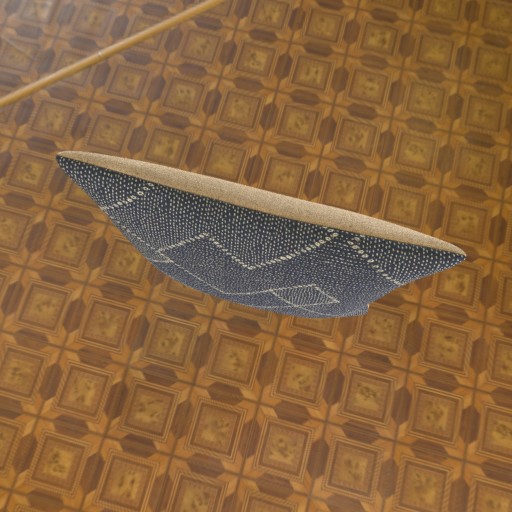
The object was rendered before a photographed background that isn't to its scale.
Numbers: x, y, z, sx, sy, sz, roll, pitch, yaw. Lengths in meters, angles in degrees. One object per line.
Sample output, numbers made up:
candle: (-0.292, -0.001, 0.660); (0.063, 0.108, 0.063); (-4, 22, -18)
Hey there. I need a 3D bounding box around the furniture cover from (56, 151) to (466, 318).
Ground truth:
furniture cover: (0.000, 0.000, 0.764); (0.511, 0.503, 0.162); (14, 77, 3)
